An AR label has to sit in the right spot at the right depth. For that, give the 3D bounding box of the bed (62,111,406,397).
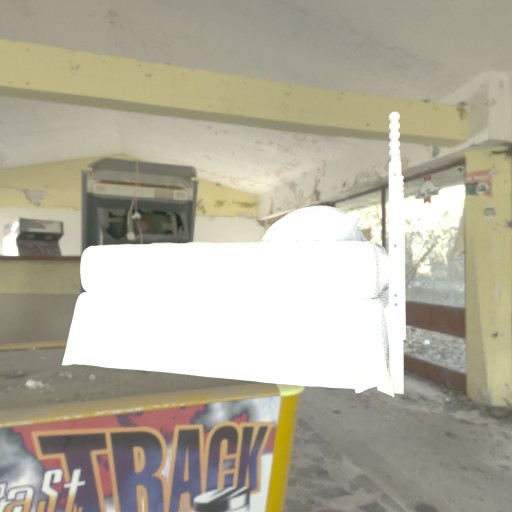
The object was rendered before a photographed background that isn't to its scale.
[{"bbox_3d":[0.000,0.000,3.207,2.040,1.356,1.873,0,-1,19],"label":"bed"}]
